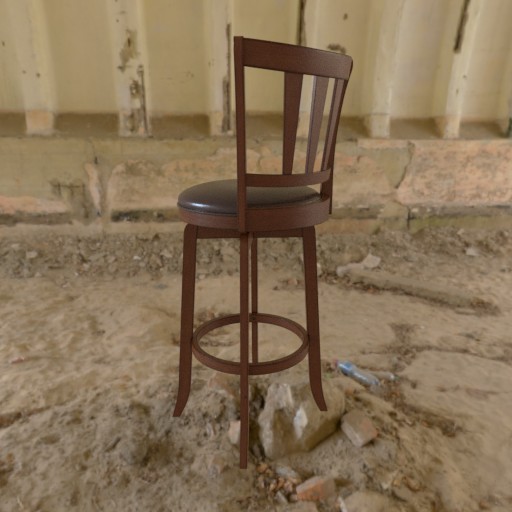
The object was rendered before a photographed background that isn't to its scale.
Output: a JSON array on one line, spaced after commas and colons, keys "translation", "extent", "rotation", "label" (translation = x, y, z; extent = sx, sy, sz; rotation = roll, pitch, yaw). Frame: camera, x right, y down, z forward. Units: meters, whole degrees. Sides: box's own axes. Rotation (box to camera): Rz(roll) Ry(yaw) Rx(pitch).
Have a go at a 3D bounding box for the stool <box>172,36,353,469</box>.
[{"translation": [0.000, 0.000, 1.410], "extent": [0.464, 1.177, 0.503], "rotation": [-15, 22, -43], "label": "stool"}]
